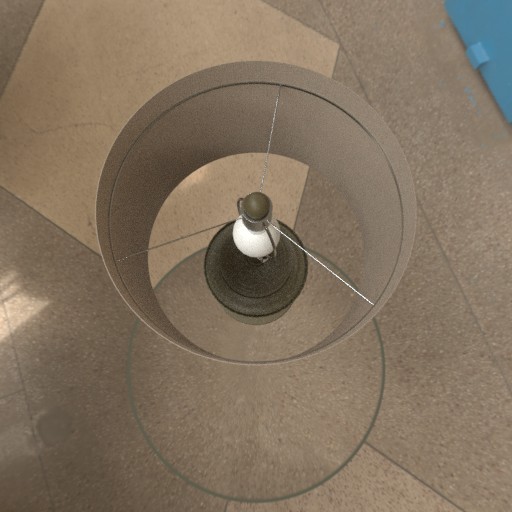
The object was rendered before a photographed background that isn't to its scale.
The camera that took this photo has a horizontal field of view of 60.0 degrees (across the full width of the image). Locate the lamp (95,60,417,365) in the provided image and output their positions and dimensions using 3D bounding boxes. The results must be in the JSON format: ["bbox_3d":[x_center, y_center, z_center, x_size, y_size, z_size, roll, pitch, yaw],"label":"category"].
[{"bbox_3d":[0.000,0.000,0.672,0.318,0.486,0.318,0,77,0],"label":"lamp"}]
